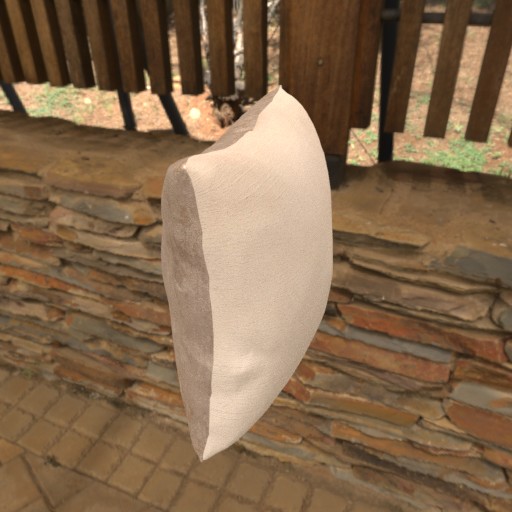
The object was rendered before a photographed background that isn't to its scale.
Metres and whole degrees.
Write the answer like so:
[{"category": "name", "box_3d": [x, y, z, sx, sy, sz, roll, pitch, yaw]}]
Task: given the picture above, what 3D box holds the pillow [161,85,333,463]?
[{"category": "pillow", "box_3d": [0.000, 0.000, 0.706, 0.245, 0.448, 0.450, 9, 32, 15]}]
